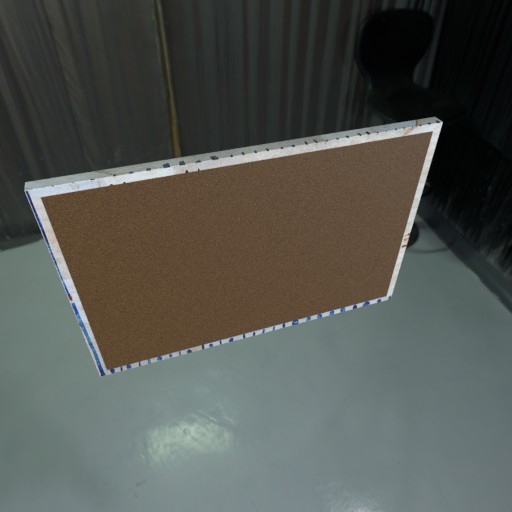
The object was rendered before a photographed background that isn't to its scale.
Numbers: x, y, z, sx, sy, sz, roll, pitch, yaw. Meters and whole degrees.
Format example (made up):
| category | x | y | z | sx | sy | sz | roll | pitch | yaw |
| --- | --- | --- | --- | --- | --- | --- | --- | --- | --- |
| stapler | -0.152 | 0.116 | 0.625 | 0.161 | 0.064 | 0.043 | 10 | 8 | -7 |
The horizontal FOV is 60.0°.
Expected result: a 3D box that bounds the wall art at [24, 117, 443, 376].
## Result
| category | x | y | z | sx | sy | sz | roll | pitch | yaw |
| --- | --- | --- | --- | --- | --- | --- | --- | --- | --- |
| wall art | 0.000 | 0.000 | 1.146 | 0.919 | 0.609 | 0.030 | -13 | 43 | -14 |
